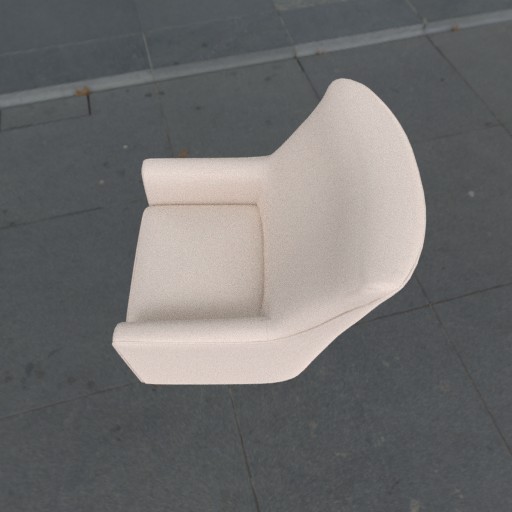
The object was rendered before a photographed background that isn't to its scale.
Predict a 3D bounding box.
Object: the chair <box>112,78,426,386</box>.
[{"bbox_3d":[0.000,0.000,1.565,0.879,0.916,0.756,0,58,0],"label":"chair"}]
